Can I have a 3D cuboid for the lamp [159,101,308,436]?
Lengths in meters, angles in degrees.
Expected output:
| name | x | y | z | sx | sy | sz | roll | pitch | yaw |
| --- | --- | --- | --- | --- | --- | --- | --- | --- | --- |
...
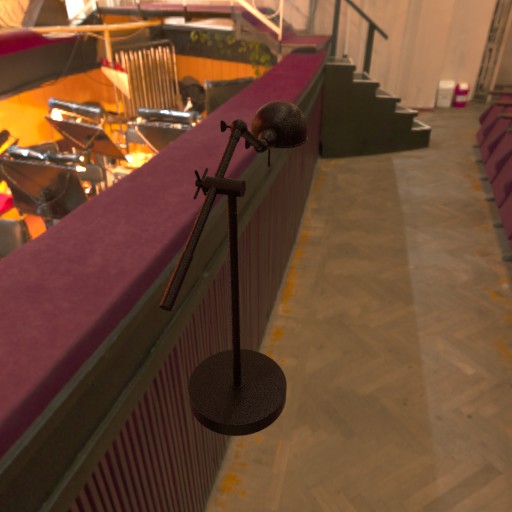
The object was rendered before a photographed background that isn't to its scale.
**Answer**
| name | x | y | z | sx | sy | sz | roll | pitch | yaw |
| --- | --- | --- | --- | --- | --- | --- | --- | --- | --- |
| lamp | 0.000 | 0.000 | 0.809 | 0.185 | 0.495 | 0.567 | 10 | 33 | 16 |
